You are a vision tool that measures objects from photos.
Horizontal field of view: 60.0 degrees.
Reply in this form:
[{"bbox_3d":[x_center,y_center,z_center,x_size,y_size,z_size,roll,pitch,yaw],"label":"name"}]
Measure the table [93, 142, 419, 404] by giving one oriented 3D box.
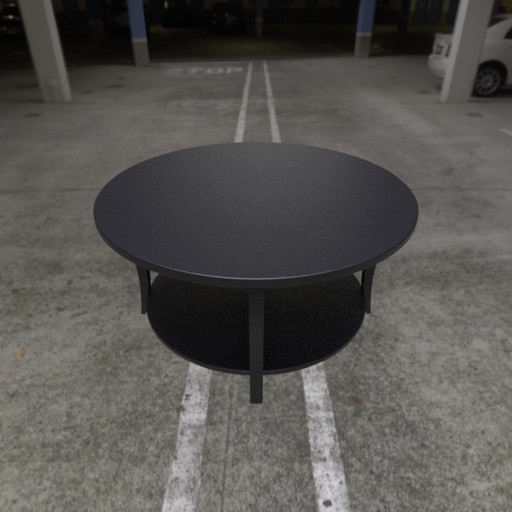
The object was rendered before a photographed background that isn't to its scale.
[{"bbox_3d":[0.000,0.000,1.423,0.914,0.457,0.914,0,32,0],"label":"table"}]
